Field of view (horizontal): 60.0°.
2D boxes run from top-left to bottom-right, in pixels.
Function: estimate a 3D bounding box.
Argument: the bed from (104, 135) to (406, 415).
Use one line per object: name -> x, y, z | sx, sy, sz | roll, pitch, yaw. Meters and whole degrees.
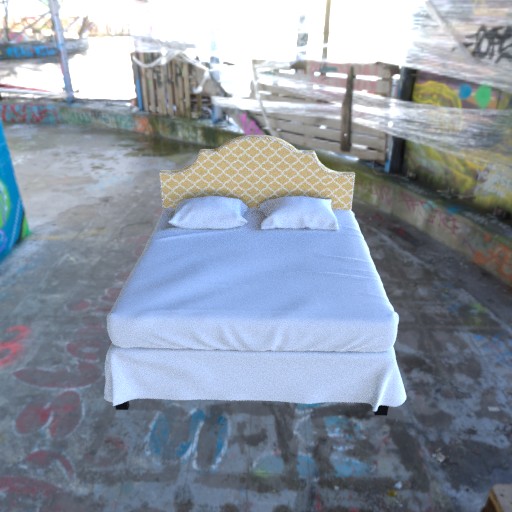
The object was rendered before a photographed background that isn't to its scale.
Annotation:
bed -> 0.000, 0.000, 3.823 | 2.314, 1.601, 2.222 | 1, 29, 1
